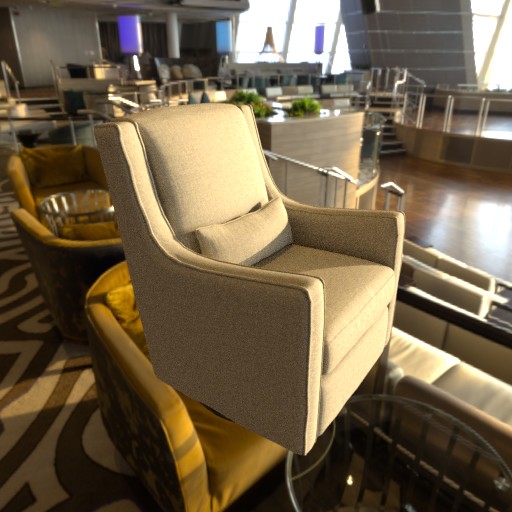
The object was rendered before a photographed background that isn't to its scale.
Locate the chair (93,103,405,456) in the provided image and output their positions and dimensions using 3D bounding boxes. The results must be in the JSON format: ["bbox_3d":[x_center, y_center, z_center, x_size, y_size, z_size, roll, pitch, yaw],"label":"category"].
[{"bbox_3d":[0.000,0.000,1.601,0.879,0.993,0.732,16,29,31],"label":"chair"}]
